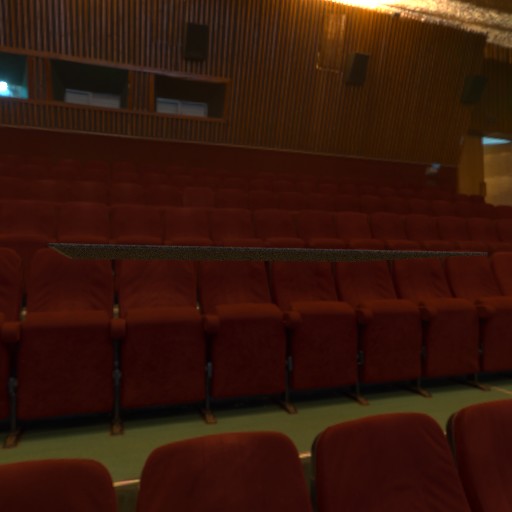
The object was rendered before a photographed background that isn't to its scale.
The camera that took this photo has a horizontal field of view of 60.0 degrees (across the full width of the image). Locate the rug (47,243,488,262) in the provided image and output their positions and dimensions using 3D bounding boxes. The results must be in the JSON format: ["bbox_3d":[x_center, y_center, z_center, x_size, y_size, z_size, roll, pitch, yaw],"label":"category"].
[{"bbox_3d":[0.000,0.000,2.175,1.754,0.010,1.139,1,-2,-19],"label":"rug"}]
